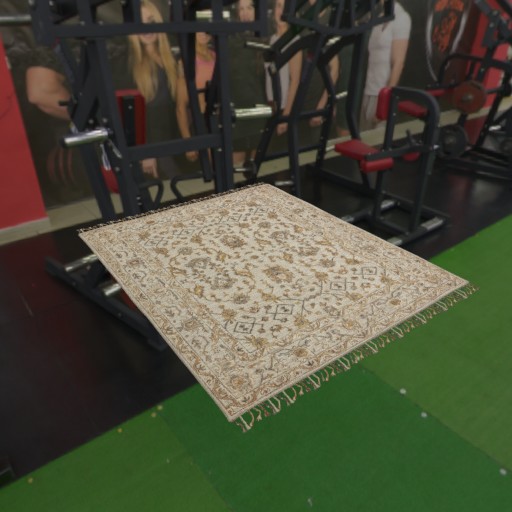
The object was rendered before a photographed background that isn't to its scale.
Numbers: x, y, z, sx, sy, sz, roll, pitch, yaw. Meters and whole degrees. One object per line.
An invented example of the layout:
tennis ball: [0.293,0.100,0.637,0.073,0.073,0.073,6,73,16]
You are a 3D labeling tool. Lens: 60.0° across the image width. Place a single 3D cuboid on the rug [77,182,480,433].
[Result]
rug: [0.000,0.000,4.125,2.426,0.034,3.061,-20,36,-30]
